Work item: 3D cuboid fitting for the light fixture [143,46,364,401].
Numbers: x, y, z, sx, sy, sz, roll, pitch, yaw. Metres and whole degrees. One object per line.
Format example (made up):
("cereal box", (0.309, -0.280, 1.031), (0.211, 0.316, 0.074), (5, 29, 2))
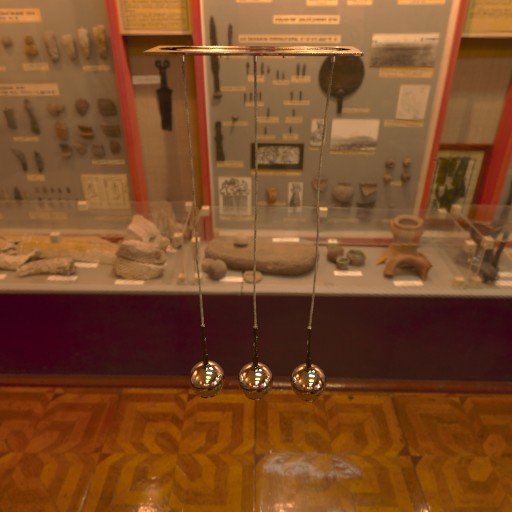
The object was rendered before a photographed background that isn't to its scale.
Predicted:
("light fixture", (0.000, 0.000, 1.658), (0.623, 1.408, 0.188), (1, 30, 2))
